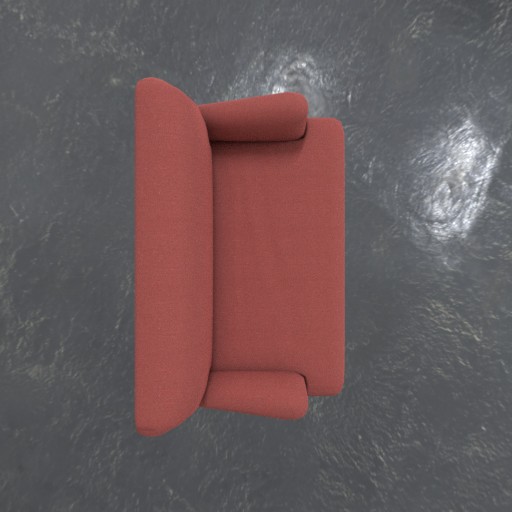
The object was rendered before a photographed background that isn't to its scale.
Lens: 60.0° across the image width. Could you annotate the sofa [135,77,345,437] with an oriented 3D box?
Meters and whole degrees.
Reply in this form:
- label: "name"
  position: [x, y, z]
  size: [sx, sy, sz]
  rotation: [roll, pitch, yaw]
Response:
- label: "sofa"
  position: [0.000, 0.000, 1.858]
  size: [0.779, 0.889, 1.297]
  rotation: [0, 90, 1]
